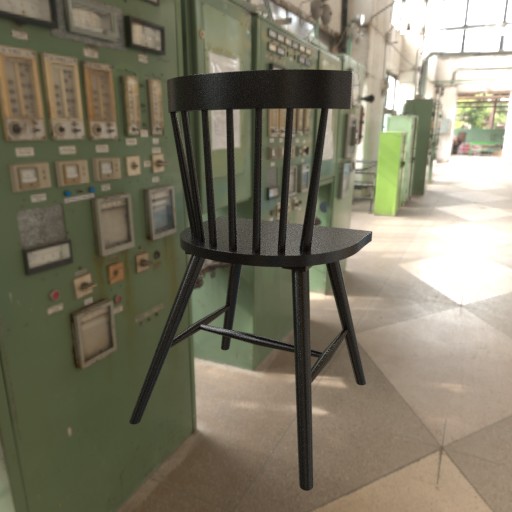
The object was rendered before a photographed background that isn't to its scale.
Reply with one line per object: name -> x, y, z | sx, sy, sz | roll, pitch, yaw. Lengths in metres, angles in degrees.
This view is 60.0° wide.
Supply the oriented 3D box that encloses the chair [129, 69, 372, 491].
chair -> 0.000, 0.000, 1.130 | 0.506, 0.844, 0.483 | 8, 18, 26
